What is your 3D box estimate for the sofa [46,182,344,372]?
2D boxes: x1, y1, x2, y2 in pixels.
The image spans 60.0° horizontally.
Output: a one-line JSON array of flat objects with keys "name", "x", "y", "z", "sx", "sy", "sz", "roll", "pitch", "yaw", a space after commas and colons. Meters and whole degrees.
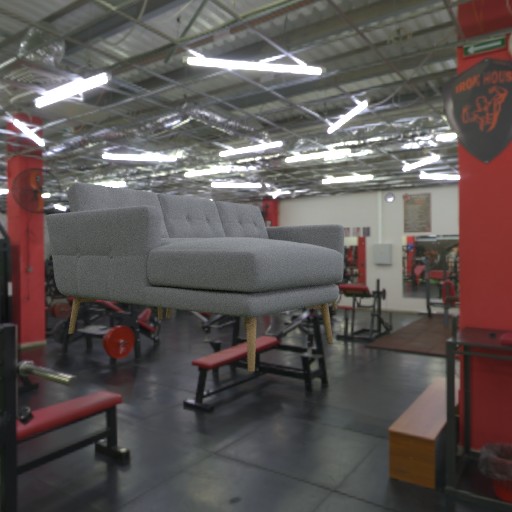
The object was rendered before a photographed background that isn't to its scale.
[{"name": "sofa", "x": 0.000, "y": 0.000, "z": 2.858, "sx": 1.530, "sy": 0.860, "sz": 2.040, "roll": 0, "pitch": 1, "yaw": 37}]
